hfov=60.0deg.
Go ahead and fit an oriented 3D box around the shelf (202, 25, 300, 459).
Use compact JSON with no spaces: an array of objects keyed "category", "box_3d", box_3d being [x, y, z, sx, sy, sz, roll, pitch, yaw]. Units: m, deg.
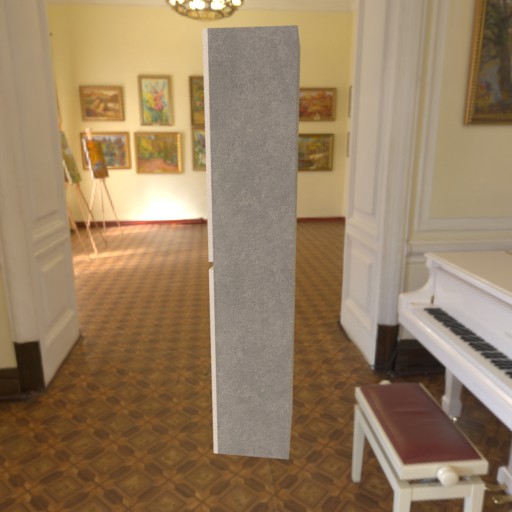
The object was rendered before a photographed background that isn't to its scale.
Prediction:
[{"category":"shelf","box_3d":[0.000,0.000,1.558,0.270,1.400,0.300,2,14,7]}]
